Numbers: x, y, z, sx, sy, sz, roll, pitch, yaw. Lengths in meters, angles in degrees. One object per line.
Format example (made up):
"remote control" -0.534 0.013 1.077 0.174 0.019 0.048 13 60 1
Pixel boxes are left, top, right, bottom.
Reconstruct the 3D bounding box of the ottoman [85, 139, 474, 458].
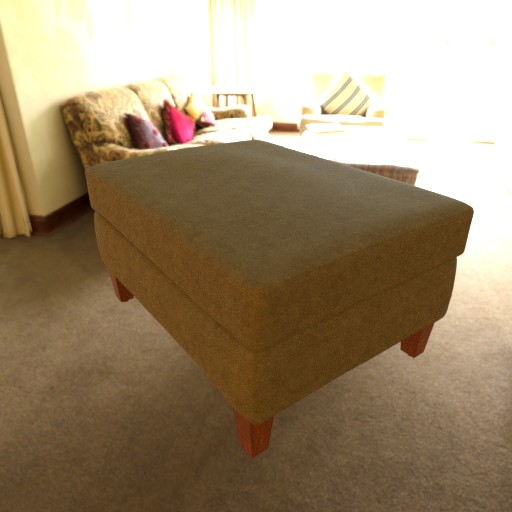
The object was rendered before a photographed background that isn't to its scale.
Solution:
"ottoman" 0.000 0.000 1.218 0.639 0.464 0.839 -18 33 -32
